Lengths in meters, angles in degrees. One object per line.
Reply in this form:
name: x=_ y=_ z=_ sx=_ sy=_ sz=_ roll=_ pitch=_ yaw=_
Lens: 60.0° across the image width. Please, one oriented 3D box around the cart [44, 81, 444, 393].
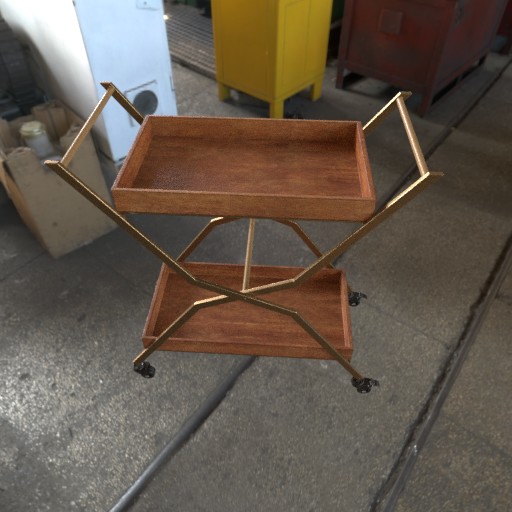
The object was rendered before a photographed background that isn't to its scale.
cart: x=0.000 y=0.000 z=1.319 sx=0.836 sy=0.869 sz=0.405 roll=3 pitch=46 yaw=2
